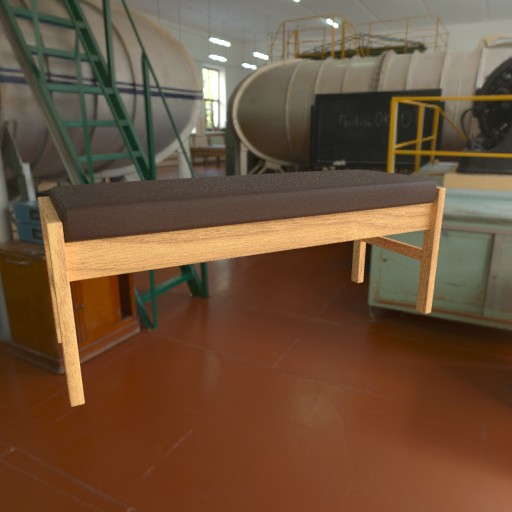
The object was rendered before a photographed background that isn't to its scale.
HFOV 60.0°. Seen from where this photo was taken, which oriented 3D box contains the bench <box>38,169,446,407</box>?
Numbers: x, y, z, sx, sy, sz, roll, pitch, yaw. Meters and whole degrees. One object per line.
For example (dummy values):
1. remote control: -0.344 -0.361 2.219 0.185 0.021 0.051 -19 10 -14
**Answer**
1. bench: 0.000 0.000 1.422 1.200 0.480 0.405 -8 18 -26
